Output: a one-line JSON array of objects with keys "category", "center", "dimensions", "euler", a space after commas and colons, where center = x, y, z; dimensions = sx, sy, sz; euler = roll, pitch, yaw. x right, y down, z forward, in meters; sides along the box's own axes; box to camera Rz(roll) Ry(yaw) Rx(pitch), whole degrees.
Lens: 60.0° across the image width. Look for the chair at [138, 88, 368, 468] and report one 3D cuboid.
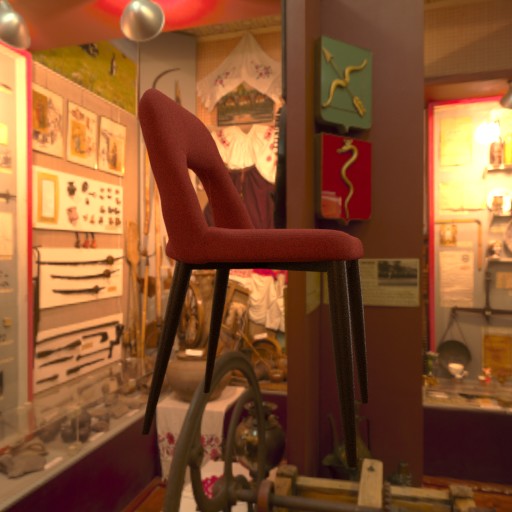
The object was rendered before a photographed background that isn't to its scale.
[{"category": "chair", "center": [0.000, 0.000, 1.202], "dimensions": [0.569, 0.892, 0.483], "euler": [0, 0, 17]}]
